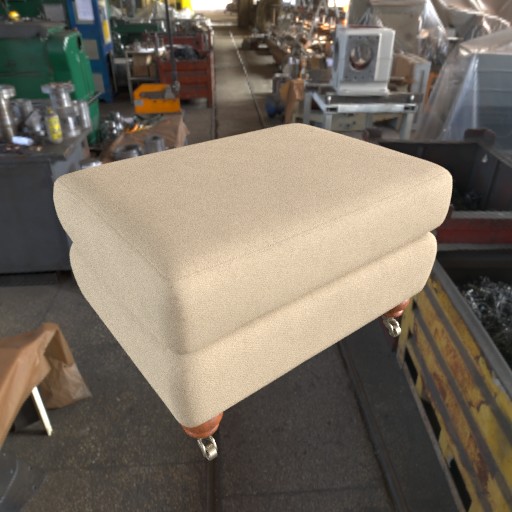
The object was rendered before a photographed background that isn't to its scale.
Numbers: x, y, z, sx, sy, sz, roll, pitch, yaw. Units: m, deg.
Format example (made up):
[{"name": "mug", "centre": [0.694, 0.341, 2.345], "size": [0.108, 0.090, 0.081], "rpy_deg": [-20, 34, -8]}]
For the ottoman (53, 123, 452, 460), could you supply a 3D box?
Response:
[{"name": "ottoman", "centre": [0.000, 0.000, 1.111], "size": [0.773, 0.504, 0.569], "rpy_deg": [-22, 38, -32]}]
